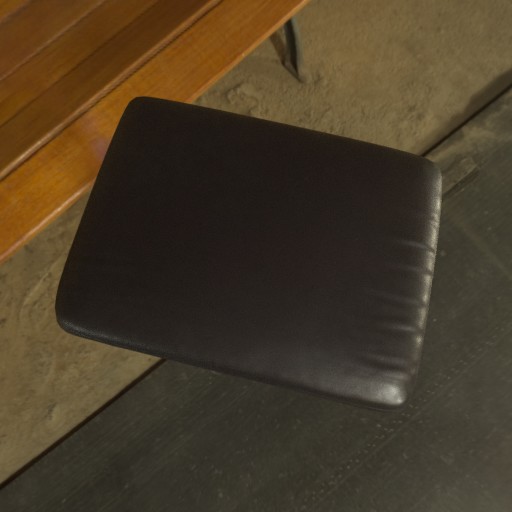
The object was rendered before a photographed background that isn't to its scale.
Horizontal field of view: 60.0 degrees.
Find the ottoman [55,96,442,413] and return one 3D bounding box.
[{"bbox_3d":[0.000,0.000,1.077,0.764,0.402,0.570,13,75,3],"label":"ottoman"}]
